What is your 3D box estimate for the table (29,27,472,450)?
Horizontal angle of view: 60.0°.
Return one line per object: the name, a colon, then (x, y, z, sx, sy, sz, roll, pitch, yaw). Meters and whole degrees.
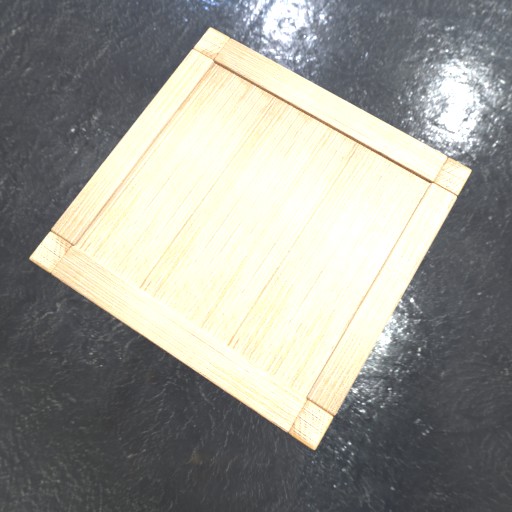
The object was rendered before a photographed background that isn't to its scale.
table: (0.000, 0.000, 1.055, 0.559, 0.610, 0.558, 32, 78, 7)
